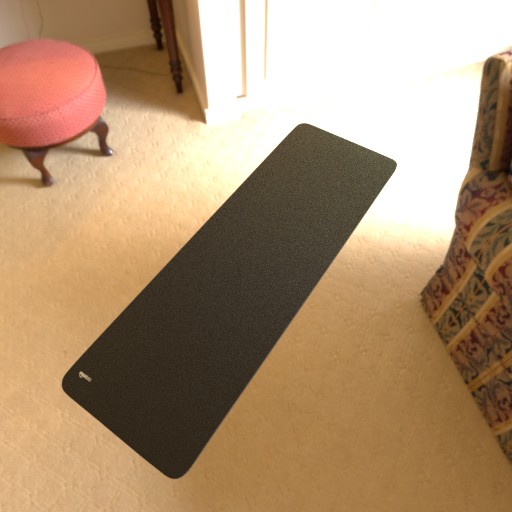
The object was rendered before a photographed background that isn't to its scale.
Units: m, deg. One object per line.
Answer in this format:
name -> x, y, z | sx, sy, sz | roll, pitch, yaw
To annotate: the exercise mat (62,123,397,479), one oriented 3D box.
exercise mat -> 0.000, 0.000, 2.042 | 0.616, 0.021, 1.869 | 29, 61, 18
